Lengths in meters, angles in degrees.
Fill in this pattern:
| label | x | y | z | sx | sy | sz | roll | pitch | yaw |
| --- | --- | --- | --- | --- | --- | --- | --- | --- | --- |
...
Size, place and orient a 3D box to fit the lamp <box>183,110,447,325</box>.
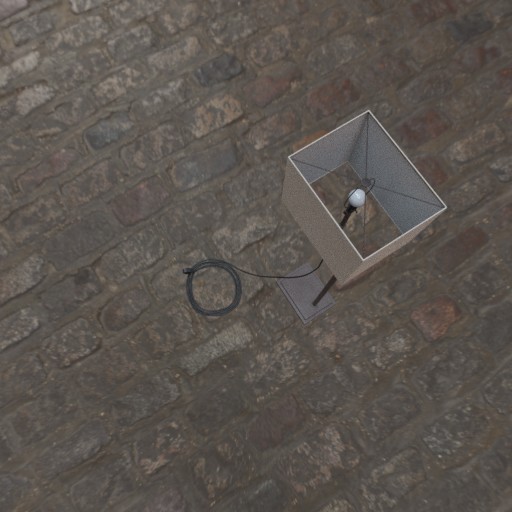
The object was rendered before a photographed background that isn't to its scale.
| label | x | y | z | sx | sy | sz | roll | pitch | yaw |
| --- | --- | --- | --- | --- | --- | --- | --- | --- | --- |
| lamp | 0.000 | 0.000 | 1.981 | 0.774 | 1.600 | 0.698 | -31 | 77 | -8 |
